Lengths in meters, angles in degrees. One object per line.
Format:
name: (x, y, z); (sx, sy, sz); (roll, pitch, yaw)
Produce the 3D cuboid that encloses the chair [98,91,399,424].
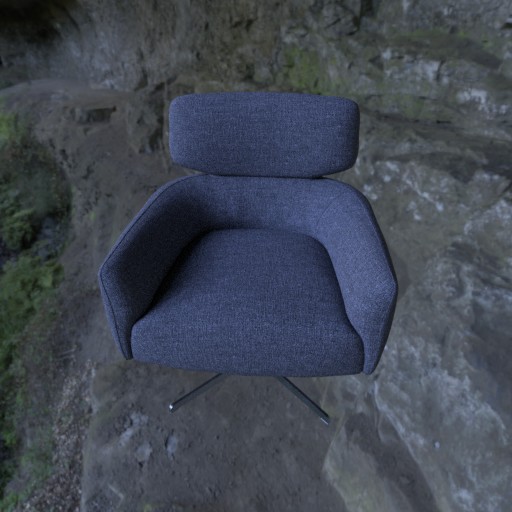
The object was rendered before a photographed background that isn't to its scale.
chair: (0.000, 0.000, 1.327); (0.706, 0.812, 0.715); (3, 32, 4)
